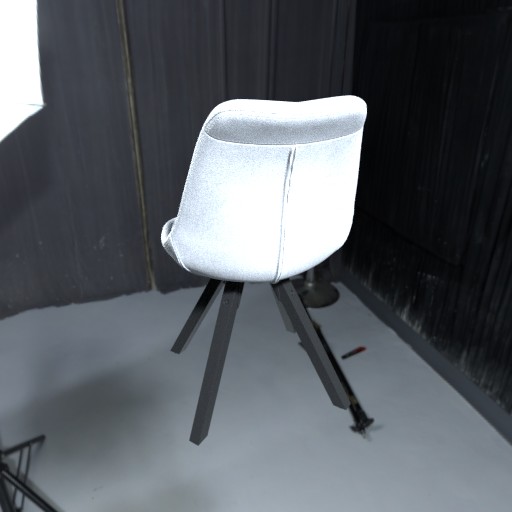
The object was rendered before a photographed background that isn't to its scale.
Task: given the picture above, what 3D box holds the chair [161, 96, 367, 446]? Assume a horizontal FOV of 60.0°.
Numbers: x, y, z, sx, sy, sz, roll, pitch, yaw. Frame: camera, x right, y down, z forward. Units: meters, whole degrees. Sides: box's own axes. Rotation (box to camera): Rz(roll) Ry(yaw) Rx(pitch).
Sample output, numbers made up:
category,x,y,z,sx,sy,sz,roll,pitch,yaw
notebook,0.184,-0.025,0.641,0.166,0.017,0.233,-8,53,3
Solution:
category,x,y,z,sx,sy,sz,roll,pitch,yaw
chair,0.000,0.000,1.190,0.485,0.850,0.550,-8,26,-16
